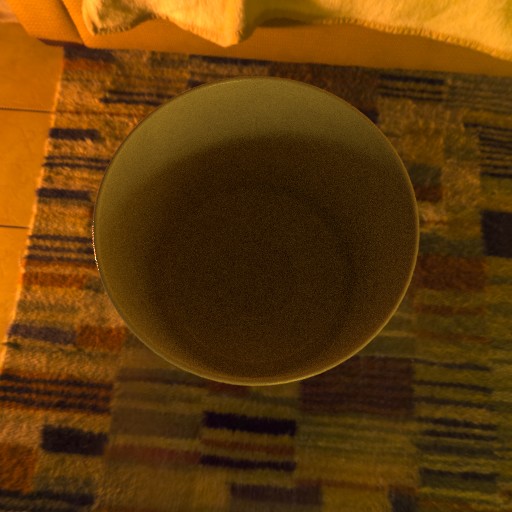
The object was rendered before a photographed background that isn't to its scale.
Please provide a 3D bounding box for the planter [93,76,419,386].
[{"bbox_3d":[0.000,0.000,0.454,0.250,0.239,0.250,0,75,0],"label":"planter"}]
